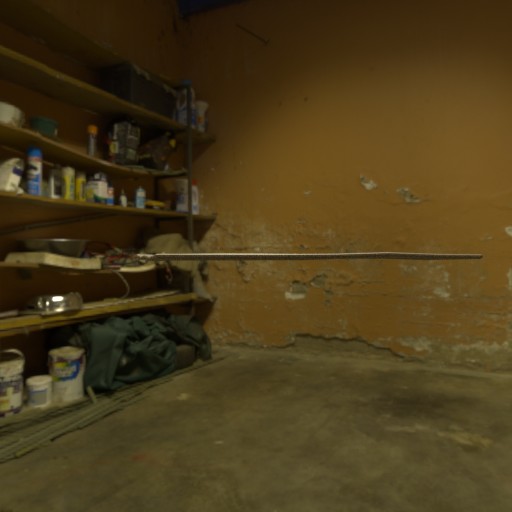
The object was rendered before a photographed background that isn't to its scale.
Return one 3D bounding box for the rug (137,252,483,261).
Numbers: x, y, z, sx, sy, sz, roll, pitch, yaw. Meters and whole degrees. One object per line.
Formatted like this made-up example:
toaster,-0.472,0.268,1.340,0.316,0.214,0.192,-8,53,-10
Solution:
rug,0.000,0.000,3.067,1.553,0.053,2.430,0,0,-17
